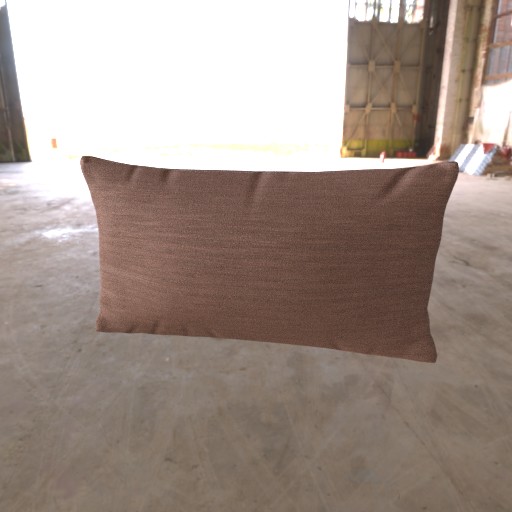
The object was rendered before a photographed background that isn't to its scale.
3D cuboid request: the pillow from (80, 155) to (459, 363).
[{"bbox_3d":[0.000,0.000,0.779,0.633,0.338,0.210,3,17,10],"label":"pillow"}]
